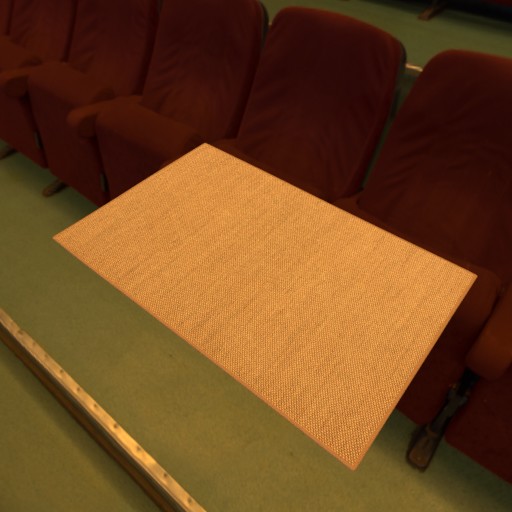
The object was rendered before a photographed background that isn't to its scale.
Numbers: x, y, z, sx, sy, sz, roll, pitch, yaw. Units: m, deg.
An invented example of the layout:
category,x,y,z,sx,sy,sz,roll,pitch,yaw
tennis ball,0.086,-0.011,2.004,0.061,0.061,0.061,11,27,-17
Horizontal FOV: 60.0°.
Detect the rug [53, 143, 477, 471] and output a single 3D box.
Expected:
category,x,y,z,sx,sy,sz,roll,pitch,yaw
rug,0.000,0.000,2.041,1.668,0.012,1.061,31,54,26
